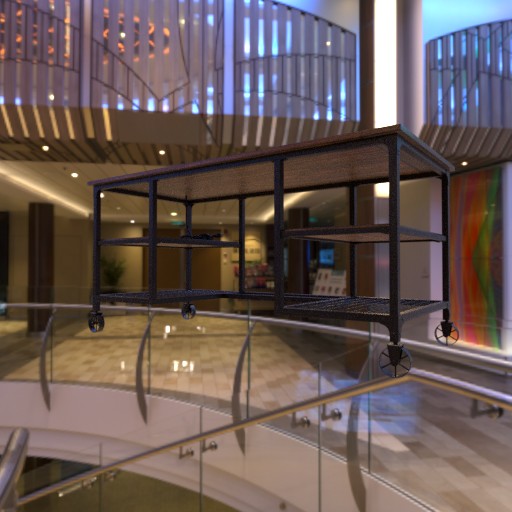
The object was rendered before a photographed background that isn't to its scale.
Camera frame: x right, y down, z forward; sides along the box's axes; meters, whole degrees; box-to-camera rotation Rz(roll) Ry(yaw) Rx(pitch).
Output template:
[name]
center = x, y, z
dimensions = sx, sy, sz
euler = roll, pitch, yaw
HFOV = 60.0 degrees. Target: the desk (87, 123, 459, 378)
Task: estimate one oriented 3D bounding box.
[desk]
center = 0.000, 0.000, 2.033
dimensions = 1.590, 0.751, 0.711
euler = -1, -1, 36
